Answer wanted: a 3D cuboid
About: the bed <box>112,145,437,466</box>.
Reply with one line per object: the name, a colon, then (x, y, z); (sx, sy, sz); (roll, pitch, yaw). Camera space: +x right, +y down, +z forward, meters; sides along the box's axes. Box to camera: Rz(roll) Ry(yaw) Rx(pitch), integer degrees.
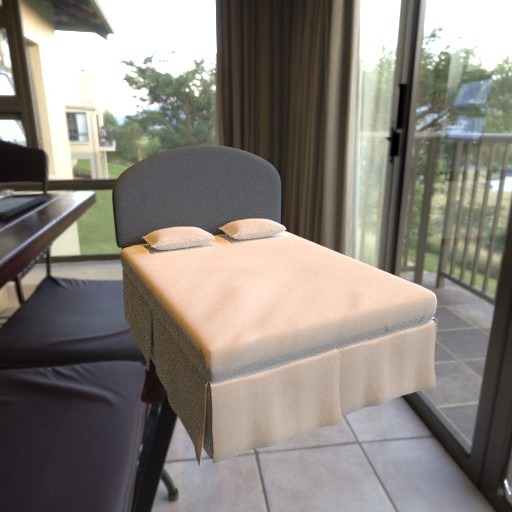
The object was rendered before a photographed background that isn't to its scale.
bed: (0.000, 0.000, 3.088); (1.607, 1.410, 2.005); (-9, 19, -26)
